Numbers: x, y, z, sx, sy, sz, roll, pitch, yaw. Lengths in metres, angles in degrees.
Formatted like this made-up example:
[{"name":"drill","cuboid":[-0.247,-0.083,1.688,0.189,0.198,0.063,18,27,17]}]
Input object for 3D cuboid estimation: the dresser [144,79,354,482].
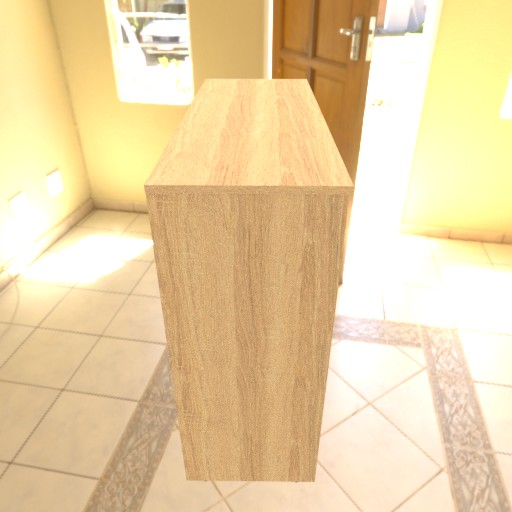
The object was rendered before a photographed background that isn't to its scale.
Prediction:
[{"name":"dresser","cuboid":[0.000,0.000,1.427,0.380,0.900,0.980,0,32,1]}]
